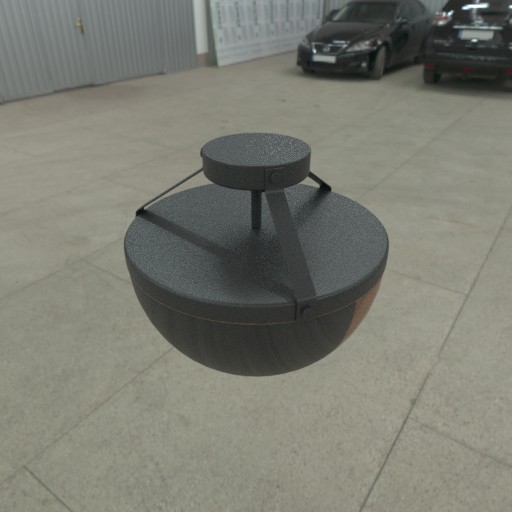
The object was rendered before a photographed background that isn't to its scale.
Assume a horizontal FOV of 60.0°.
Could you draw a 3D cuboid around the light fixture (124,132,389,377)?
[{"bbox_3d":[0.000,0.000,0.541,0.304,0.269,0.304,0,31,0],"label":"light fixture"}]
